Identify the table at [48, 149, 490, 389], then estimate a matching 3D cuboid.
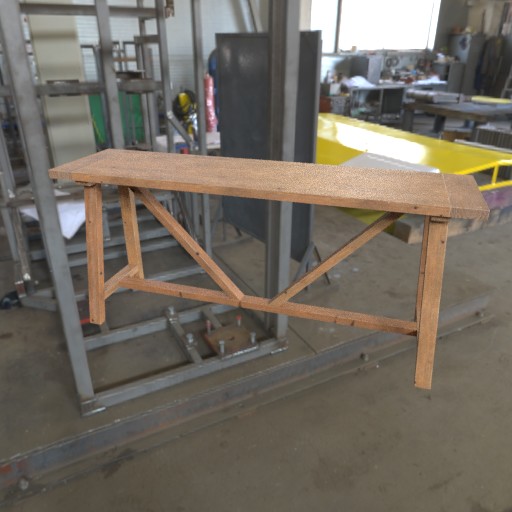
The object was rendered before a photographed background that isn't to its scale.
[{"bbox_3d":[0.000,0.000,2.114,1.800,0.810,0.465,8,27,15],"label":"table"}]
